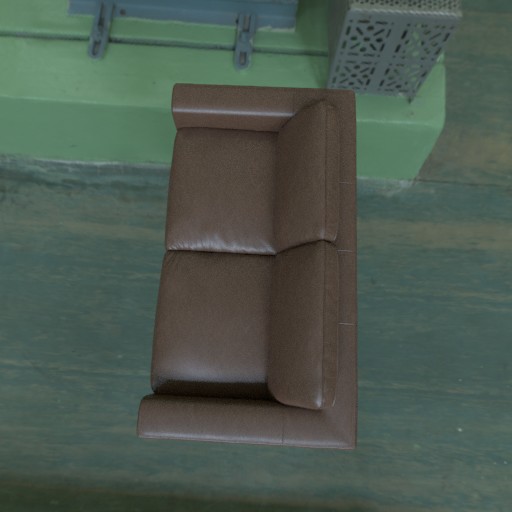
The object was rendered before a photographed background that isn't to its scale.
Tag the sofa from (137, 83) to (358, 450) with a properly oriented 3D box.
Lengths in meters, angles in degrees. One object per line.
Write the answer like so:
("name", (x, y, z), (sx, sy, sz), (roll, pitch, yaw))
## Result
("sofa", (0.000, 0.000, 2.457), (1.070, 0.800, 1.920), (3, 76, 1))
